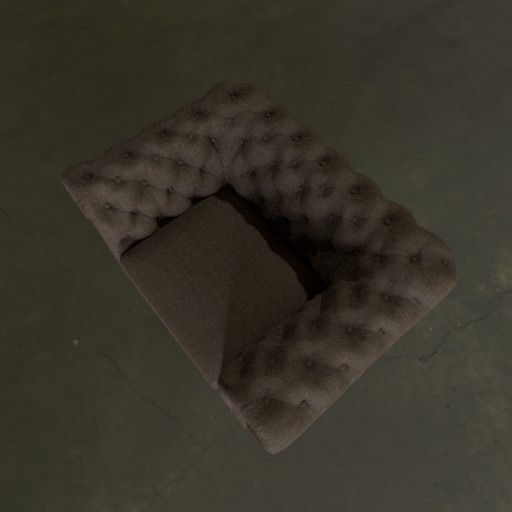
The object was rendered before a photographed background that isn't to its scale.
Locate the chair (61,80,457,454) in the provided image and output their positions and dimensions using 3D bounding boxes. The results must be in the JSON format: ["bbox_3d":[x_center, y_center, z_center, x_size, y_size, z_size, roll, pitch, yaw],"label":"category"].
[{"bbox_3d":[0.000,0.000,1.887,0.945,0.780,1.298,-36,68,-17],"label":"chair"}]
